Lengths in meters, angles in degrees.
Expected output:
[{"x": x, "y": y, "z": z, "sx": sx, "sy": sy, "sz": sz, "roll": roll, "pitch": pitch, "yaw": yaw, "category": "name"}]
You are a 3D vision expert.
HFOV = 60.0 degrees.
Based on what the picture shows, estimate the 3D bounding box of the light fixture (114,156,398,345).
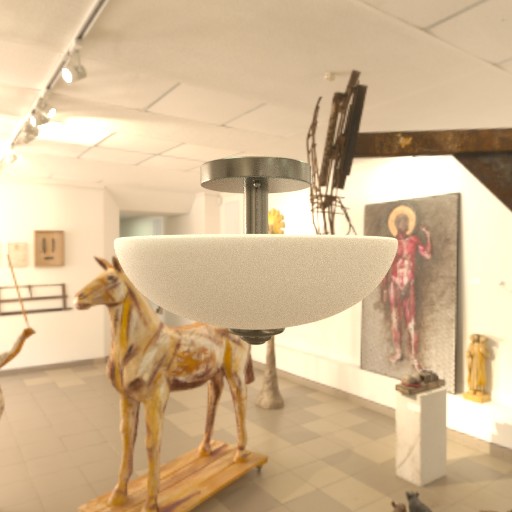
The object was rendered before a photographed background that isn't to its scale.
[{"x": 0.000, "y": 0.000, "z": 0.540, "sx": 0.330, "sy": 0.214, "sz": 0.330, "roll": 0, "pitch": 0, "yaw": 0, "category": "light fixture"}]
